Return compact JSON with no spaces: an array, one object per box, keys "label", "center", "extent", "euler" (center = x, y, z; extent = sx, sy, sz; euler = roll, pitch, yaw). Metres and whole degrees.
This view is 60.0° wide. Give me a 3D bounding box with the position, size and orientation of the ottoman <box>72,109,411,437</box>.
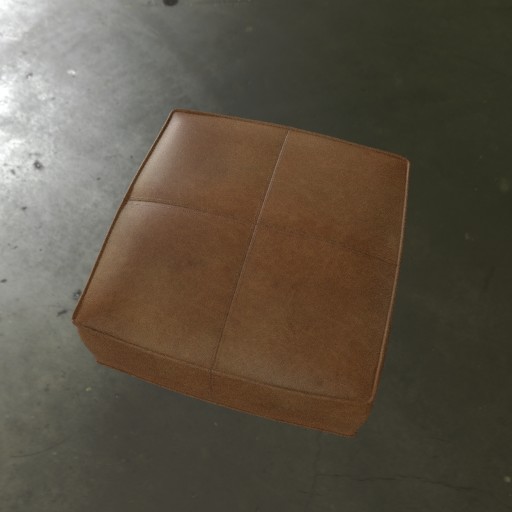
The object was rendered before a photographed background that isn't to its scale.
[{"label":"ottoman","center":[0.000,0.000,1.417],"extent":[0.902,0.395,0.901],"euler":[14,64,7]}]
